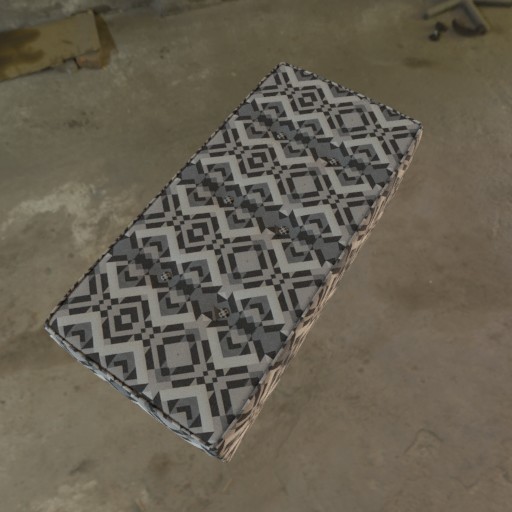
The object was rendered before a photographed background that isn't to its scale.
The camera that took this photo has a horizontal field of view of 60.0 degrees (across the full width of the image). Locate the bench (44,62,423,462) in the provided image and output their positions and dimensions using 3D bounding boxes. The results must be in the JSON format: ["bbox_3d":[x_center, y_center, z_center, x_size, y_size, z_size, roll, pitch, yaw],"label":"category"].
[{"bbox_3d":[0.000,0.000,1.292,0.492,0.477,1.016,30,67,15],"label":"bench"}]
